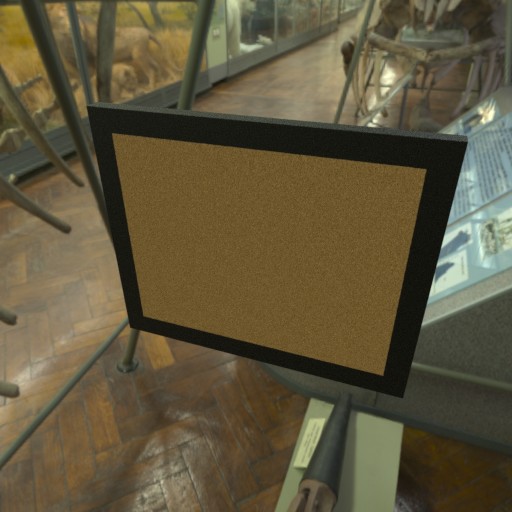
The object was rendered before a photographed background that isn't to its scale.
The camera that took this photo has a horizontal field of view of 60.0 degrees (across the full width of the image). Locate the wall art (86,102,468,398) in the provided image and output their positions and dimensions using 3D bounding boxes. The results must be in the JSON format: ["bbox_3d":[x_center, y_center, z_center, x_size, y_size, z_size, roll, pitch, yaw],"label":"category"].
[{"bbox_3d":[0.000,0.000,0.753,0.561,0.460,0.028,11,33,17],"label":"wall art"}]
